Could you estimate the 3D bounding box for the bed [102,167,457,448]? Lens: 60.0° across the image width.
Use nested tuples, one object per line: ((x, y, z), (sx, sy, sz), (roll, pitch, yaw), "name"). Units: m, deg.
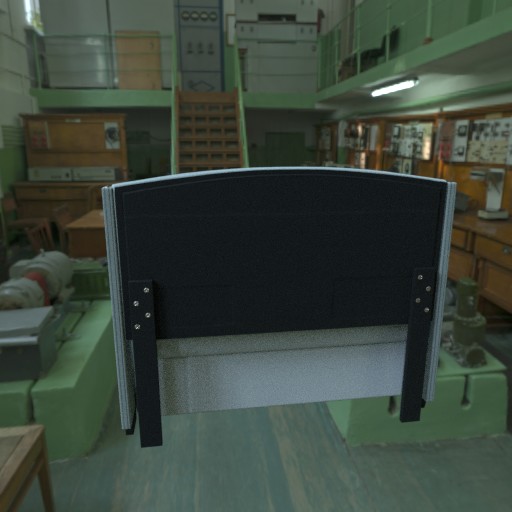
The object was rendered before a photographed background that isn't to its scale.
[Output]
((0.000, 0.000, 3.281), (1.710, 1.407, 2.237), (-2, 15, -8), "bed")
